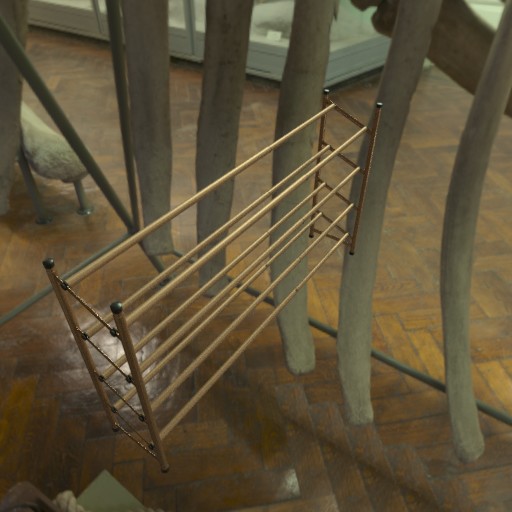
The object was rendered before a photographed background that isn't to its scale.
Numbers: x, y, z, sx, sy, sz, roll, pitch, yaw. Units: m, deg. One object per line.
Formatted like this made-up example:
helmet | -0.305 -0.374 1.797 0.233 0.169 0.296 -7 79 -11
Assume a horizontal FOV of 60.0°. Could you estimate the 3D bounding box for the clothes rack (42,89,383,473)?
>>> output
clothes rack | 0.000 0.000 1.415 0.229 0.672 1.168 25 47 26
